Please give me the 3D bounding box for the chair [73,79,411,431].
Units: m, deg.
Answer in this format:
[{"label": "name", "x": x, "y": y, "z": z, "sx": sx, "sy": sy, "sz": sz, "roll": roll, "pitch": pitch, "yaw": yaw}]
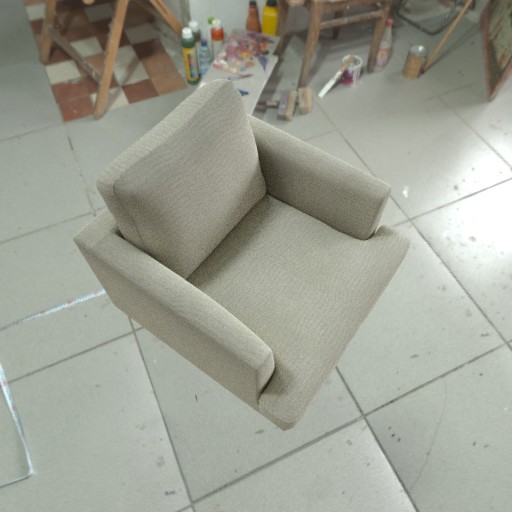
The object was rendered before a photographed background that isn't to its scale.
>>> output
[{"label": "chair", "x": 0.000, "y": 0.000, "z": 1.651, "sx": 0.899, "sy": 0.957, "sz": 0.858, "roll": 32, "pitch": 63, "yaw": 18}]
